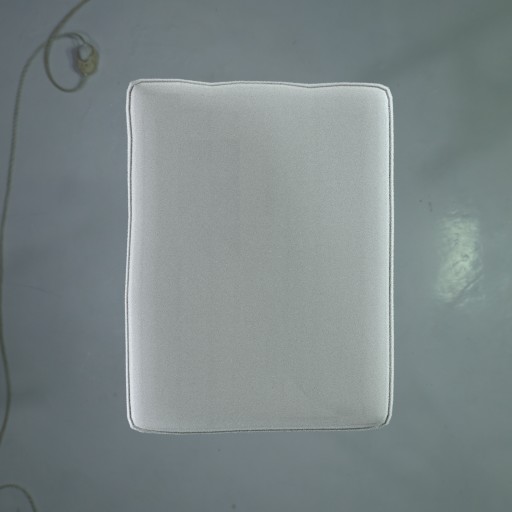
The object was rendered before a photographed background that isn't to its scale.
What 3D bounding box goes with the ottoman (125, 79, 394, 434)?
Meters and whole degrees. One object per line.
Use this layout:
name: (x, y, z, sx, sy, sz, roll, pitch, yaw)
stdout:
ottoman: (0.000, 0.000, 1.196, 0.634, 0.479, 0.818, 0, 90, -3)
